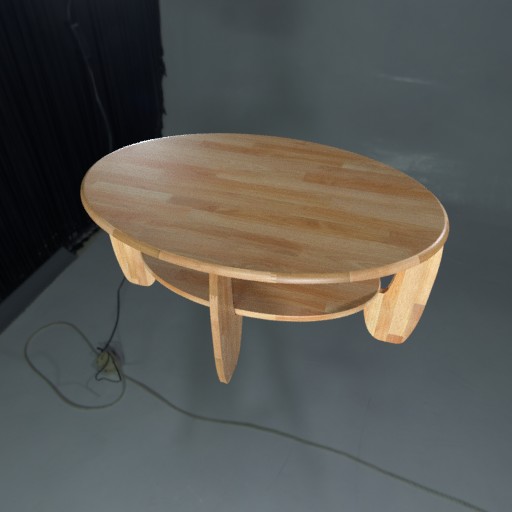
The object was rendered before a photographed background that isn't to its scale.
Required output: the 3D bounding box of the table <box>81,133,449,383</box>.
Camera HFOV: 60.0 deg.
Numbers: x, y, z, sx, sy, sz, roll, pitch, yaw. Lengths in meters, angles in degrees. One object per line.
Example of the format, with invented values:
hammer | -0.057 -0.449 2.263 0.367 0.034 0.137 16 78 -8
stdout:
table | 0.000 0.000 1.383 1.040 0.490 0.690 11 42 13
